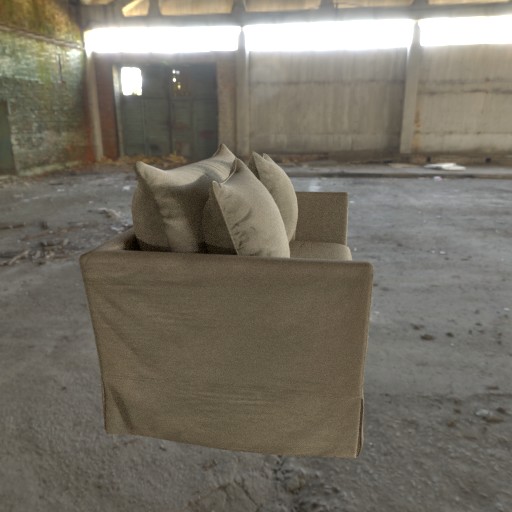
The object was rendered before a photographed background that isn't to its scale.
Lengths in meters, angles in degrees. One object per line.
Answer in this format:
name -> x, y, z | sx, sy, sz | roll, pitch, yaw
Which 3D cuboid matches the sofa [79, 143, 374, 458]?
sofa -> 0.000, 0.000, 2.219 | 1.035, 1.040, 1.608 | 2, 17, 8
